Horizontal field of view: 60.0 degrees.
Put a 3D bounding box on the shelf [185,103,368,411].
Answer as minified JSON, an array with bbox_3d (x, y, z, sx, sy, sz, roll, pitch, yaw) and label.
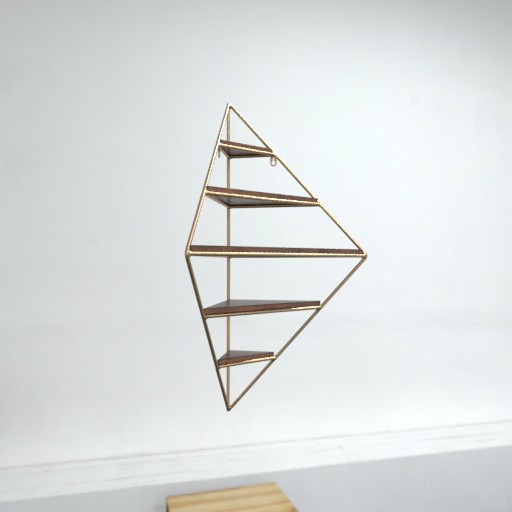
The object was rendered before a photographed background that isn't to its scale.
[{"bbox_3d":[0.000,0.000,1.199,0.564,0.913,0.294,1,-1,-35],"label":"shelf"}]
